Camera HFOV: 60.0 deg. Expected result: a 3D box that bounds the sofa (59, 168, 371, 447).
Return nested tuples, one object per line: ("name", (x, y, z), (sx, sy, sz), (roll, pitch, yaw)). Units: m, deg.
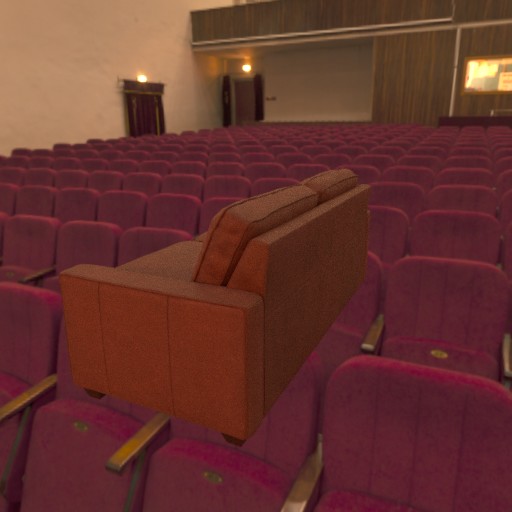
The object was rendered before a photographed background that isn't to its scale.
("sofa", (0.000, 0.000, 2.605), (0.940, 0.919, 2.080), (8, 18, 24))
